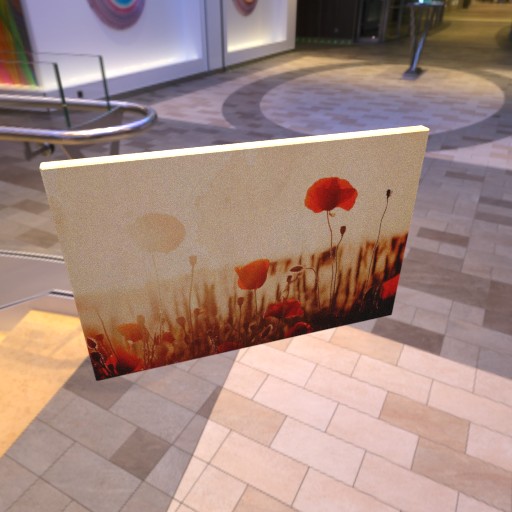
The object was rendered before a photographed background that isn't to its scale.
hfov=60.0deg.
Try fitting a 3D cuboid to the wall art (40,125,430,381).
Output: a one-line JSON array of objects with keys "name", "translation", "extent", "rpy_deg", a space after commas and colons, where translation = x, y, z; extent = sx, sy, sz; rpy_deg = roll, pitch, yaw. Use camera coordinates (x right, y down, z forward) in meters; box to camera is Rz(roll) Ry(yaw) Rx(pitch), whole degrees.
[{"name": "wall art", "translation": [0.000, 0.000, 1.174], "extent": [0.918, 0.602, 0.038], "rpy_deg": [-10, 33, -15]}]
